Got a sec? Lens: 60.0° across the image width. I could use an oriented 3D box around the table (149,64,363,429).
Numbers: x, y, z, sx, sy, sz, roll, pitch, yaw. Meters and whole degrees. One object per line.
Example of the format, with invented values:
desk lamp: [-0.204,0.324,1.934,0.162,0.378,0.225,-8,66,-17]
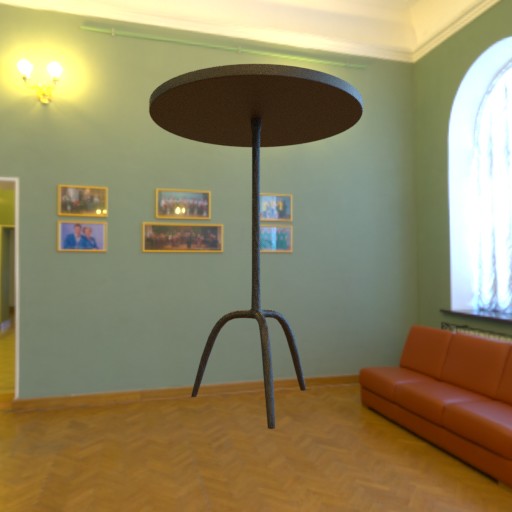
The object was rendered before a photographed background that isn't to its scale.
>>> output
table: [0.000,0.000,1.062,0.502,0.700,0.502,0,-1,-17]
